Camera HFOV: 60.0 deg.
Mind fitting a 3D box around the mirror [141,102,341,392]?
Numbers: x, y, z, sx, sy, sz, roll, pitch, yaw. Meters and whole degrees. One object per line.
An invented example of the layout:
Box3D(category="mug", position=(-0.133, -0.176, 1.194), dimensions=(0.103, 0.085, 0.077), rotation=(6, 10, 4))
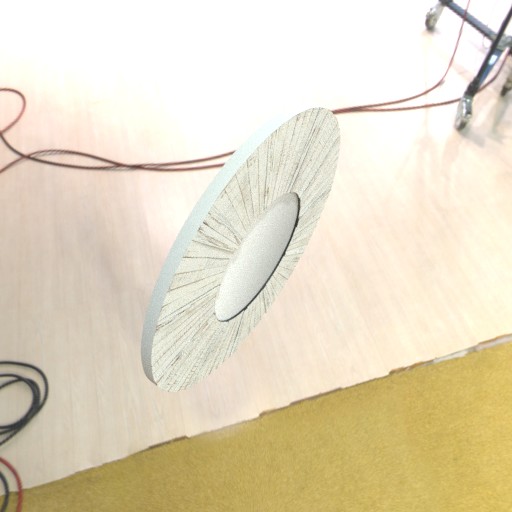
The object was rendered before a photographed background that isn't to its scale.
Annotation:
Box3D(category="mirror", position=(0.000, 0.000, 1.321), dimensions=(0.038, 0.914, 0.914), rotation=(31, 63, 18))
